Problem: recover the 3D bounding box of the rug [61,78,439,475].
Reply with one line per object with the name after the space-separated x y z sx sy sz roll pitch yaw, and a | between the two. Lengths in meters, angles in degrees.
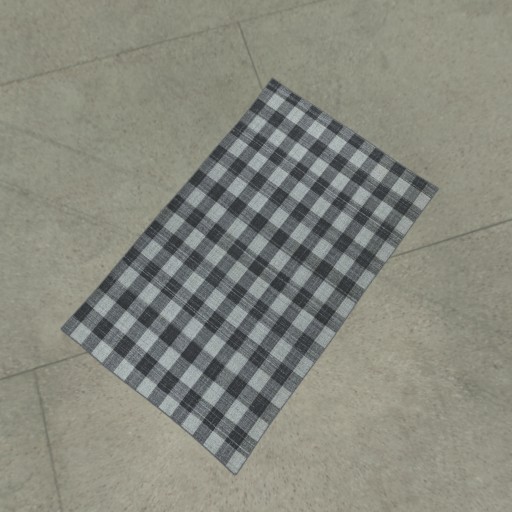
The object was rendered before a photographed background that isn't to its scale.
0.000 0.000 3.181 1.554 0.011 2.476 36 79 8 | rug
